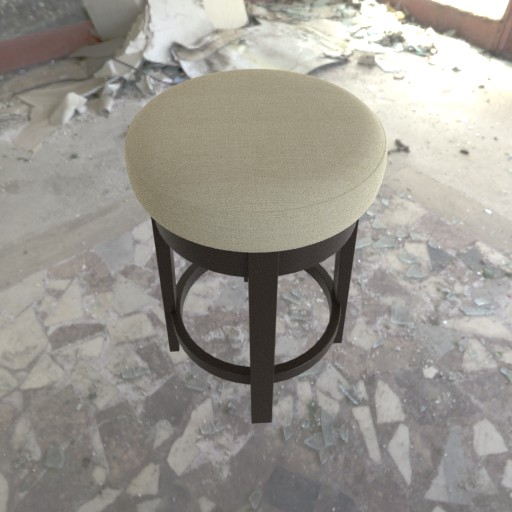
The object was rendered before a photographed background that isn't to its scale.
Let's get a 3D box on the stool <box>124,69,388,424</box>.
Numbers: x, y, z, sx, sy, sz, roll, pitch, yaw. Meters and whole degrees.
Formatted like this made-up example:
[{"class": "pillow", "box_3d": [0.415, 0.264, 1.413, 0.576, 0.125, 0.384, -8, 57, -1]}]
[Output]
[{"class": "stool", "box_3d": [0.000, 0.000, 0.939, 0.449, 0.655, 0.449, 0, 46, 0]}]
